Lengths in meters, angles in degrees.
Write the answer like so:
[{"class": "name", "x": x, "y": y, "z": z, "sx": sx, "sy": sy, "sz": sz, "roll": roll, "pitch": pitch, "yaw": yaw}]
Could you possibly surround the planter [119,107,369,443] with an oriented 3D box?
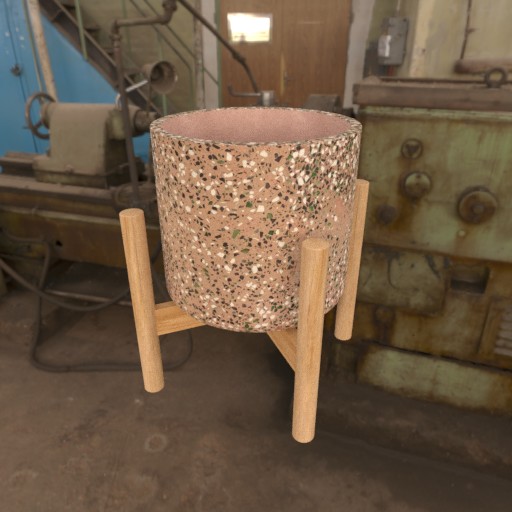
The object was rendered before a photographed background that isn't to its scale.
[{"class": "planter", "x": 0.000, "y": 0.000, "z": 0.546, "sx": 0.284, "sy": 0.320, "sz": 0.284, "roll": 0, "pitch": 27, "yaw": 0}]
